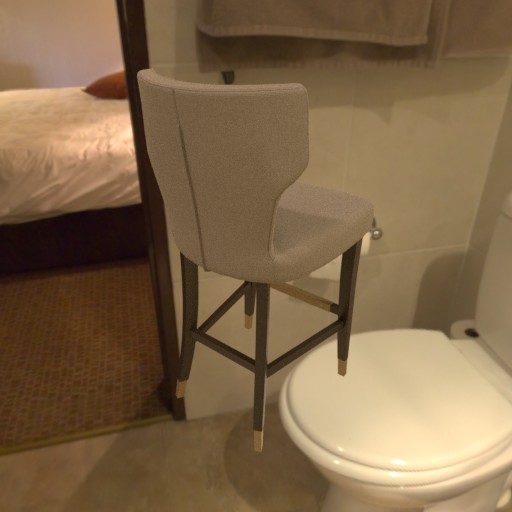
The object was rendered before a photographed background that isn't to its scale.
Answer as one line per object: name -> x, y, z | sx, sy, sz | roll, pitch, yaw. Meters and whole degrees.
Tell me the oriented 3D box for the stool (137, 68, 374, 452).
stool -> 0.000, 0.000, 1.393 | 0.526, 1.092, 0.563 | 21, 35, 33
